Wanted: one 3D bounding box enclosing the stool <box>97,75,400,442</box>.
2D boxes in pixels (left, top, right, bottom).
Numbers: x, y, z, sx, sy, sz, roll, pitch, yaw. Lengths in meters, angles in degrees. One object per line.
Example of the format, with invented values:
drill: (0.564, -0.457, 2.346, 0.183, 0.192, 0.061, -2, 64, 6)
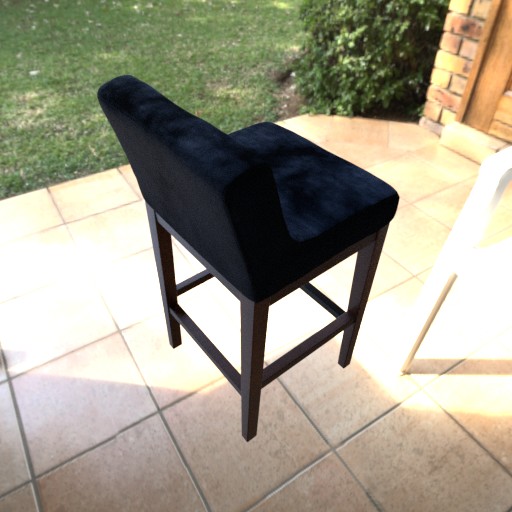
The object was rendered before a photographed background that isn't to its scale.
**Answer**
stool: (0.000, 0.000, 1.234, 0.516, 0.945, 0.511, -28, 49, -27)
